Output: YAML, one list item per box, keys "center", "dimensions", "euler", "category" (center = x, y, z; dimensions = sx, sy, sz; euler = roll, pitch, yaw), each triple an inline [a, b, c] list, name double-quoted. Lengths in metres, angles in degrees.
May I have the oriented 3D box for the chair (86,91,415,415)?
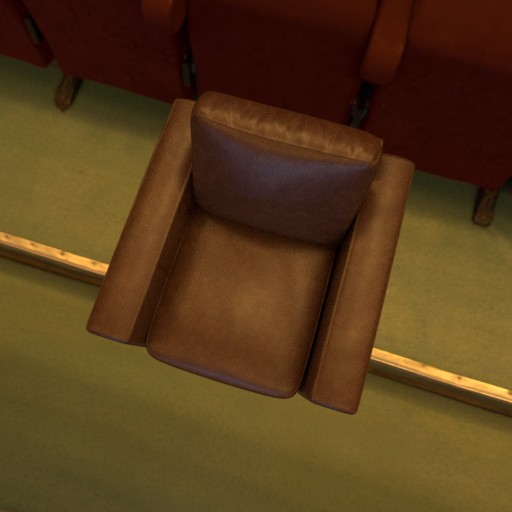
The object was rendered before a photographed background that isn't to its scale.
- center: [0.000, 0.000, 1.761]
  dimensions: [1.005, 0.873, 1.016]
  euler: [16, 77, 4]
  category: "chair"
